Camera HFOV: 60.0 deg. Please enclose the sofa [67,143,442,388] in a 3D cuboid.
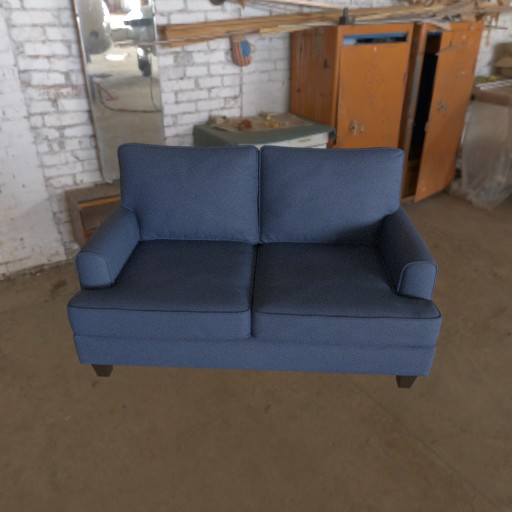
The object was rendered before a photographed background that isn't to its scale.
[{"bbox_3d":[0.000,0.000,2.264,1.651,0.965,0.965,1,30,3],"label":"sofa"}]
